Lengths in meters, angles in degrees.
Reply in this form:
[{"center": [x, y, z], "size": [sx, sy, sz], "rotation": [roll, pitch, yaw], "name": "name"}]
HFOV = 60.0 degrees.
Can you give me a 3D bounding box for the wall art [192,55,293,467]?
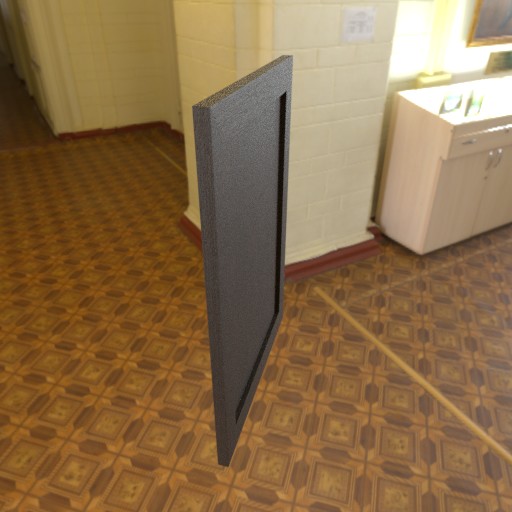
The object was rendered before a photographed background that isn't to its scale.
[{"center": [0.000, 0.000, 0.667], "size": [0.017, 0.513, 0.359], "rotation": [8, 32, 13], "name": "wall art"}]
